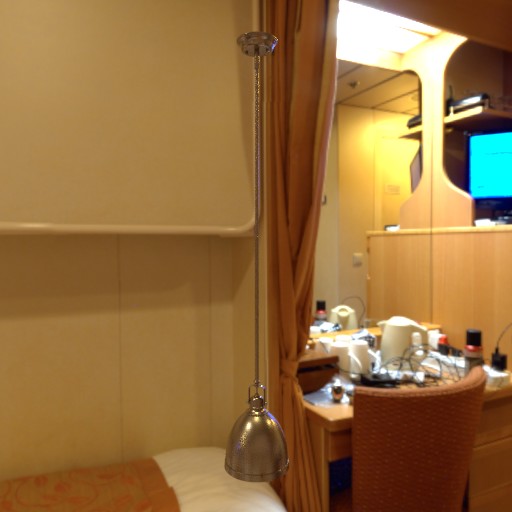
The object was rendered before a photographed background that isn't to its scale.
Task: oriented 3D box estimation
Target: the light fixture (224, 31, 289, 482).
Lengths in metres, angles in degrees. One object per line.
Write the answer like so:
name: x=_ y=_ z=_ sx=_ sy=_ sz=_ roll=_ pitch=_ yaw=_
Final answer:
light fixture: x=0.000 y=0.000 z=1.430 sx=0.217 sy=1.367 sz=0.211 roll=0 pitch=2 yaw=17
